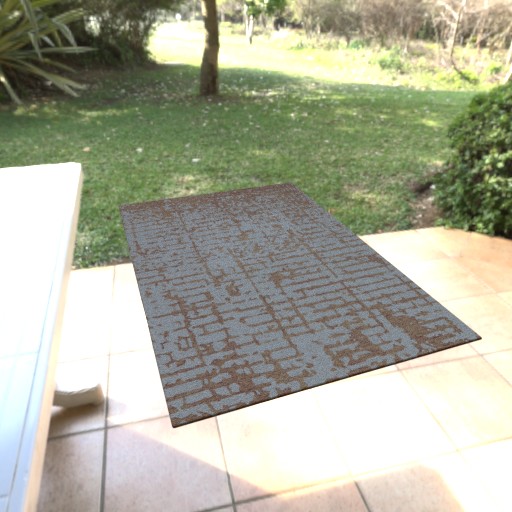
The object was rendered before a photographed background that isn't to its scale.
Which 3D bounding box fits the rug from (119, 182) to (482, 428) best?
[{"bbox_3d":[0.000,0.000,2.295,1.219,0.011,1.829,-10,31,-17],"label":"rug"}]
